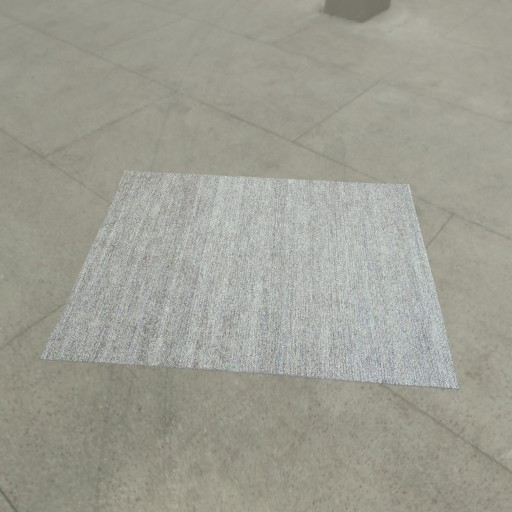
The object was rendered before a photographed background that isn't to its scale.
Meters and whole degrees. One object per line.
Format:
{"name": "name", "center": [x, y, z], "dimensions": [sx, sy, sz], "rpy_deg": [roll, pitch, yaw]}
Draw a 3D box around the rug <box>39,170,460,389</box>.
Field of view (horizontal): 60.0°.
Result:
{"name": "rug", "center": [0.000, 0.000, 4.147], "dimensions": [3.202, 0.045, 2.434], "rpy_deg": [3, 47, 3]}
